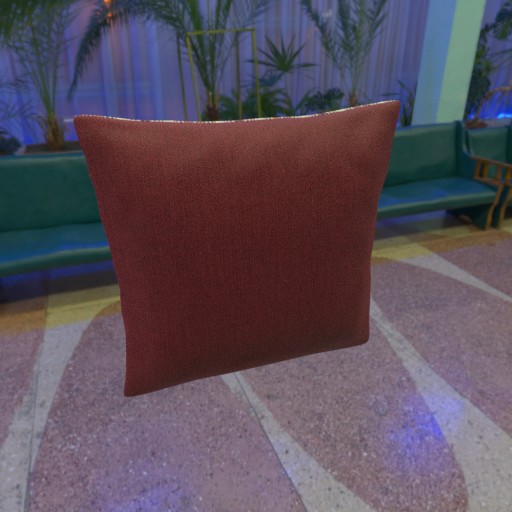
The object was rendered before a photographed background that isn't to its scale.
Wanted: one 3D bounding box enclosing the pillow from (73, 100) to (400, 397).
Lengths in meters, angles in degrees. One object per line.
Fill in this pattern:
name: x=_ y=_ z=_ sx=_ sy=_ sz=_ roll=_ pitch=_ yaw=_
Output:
pillow: x=0.000 y=0.000 z=0.770 sx=0.513 sy=0.497 sz=0.166 roll=-9 pitch=27 yaw=-17
